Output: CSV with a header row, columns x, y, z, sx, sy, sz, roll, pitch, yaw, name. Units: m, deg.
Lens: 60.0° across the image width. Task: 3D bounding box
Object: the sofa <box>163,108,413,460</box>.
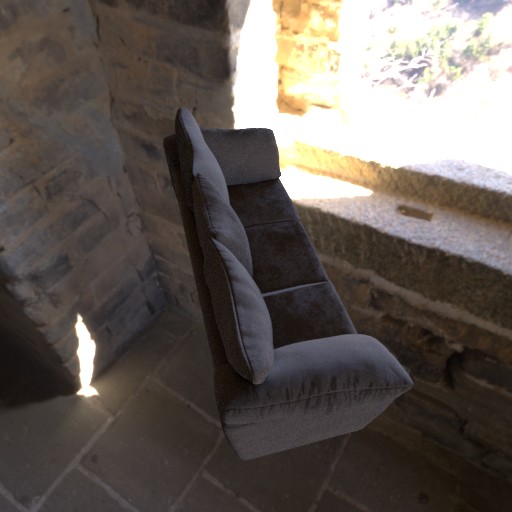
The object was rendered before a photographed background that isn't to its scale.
x,y,z,sx,sy,sz,roll,pitch,yaw,name
0.000,0.000,2.837,0.878,1.073,2.336,-11,48,-10,sofa
